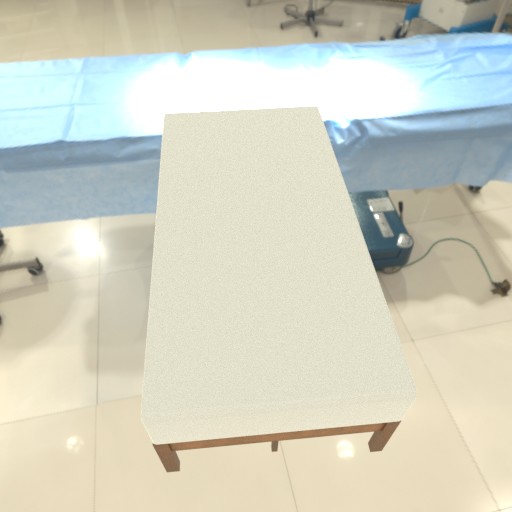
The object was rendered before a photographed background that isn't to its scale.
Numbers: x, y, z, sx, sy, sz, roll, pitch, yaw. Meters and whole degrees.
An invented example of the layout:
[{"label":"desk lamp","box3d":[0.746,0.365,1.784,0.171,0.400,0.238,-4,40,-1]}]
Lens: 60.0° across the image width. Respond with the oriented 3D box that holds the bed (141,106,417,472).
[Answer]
[{"label":"bed","box3d":[0.000,0.000,2.346,0.961,0.616,1.902,-4,49,-4]}]
